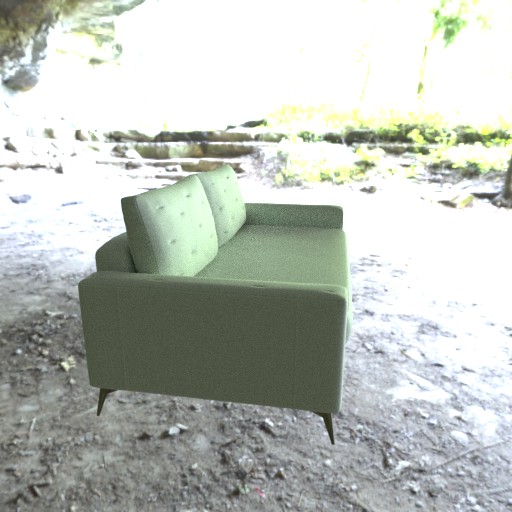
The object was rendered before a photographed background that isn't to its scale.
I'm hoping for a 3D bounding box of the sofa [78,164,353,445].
[{"bbox_3d":[0.000,0.000,2.191,0.920,0.790,1.650,3,17,10],"label":"sofa"}]
